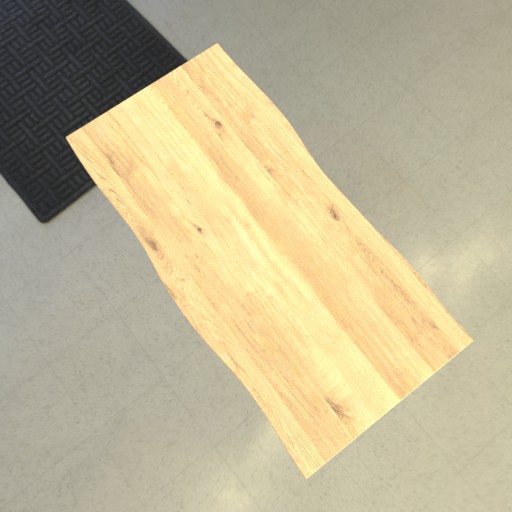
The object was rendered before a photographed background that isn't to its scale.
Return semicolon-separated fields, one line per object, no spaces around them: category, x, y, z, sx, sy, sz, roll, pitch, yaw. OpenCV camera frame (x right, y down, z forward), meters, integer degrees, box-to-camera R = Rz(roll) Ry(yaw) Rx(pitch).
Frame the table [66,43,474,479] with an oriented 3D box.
table;0.000;0.000;2.296;0.900;0.780;1.800;-36;78;-8
